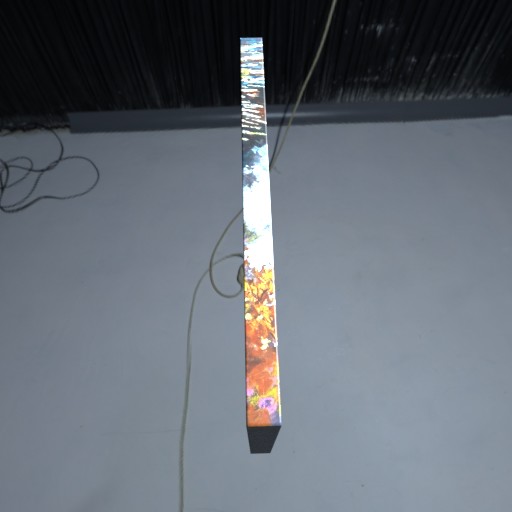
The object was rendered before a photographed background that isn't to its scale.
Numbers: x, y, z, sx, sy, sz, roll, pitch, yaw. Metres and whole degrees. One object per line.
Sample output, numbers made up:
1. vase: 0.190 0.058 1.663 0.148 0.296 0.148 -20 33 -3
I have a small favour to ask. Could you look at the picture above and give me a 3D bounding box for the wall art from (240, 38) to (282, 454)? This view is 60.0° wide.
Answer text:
1. wall art: 0.000 0.000 0.779 0.037 0.406 0.610 -1 62 -1
